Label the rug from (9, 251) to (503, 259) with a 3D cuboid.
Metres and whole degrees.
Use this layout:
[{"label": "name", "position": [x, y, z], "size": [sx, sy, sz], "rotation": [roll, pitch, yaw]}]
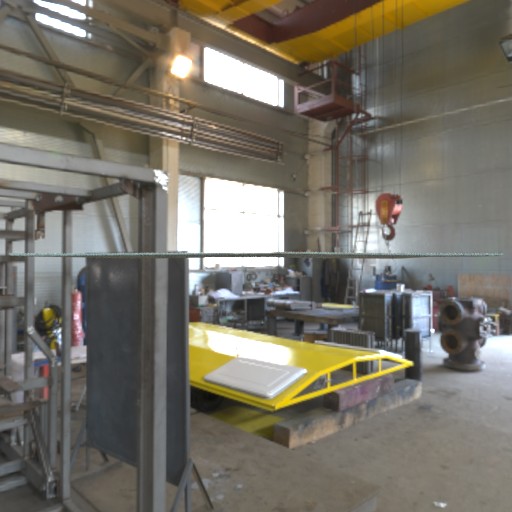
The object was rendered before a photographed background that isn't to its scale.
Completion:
[{"label": "rug", "position": [0.000, 0.000, 2.821], "size": [2.260, 0.026, 1.611], "rotation": [0, -1, 1]}]
